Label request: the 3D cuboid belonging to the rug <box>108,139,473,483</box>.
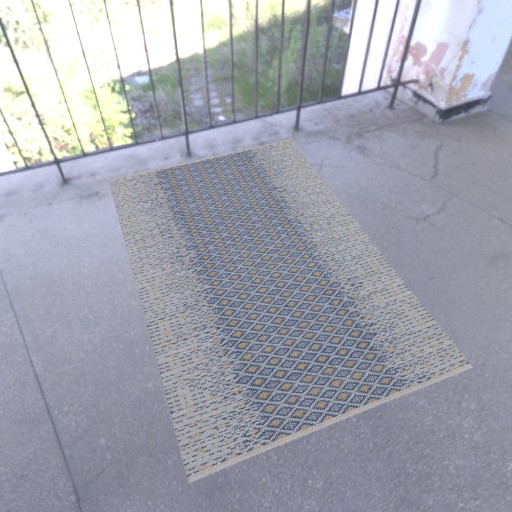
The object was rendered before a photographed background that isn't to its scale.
[{"bbox_3d":[0.000,0.000,2.266,1.219,0.005,1.828,-16,49,-14],"label":"rug"}]
